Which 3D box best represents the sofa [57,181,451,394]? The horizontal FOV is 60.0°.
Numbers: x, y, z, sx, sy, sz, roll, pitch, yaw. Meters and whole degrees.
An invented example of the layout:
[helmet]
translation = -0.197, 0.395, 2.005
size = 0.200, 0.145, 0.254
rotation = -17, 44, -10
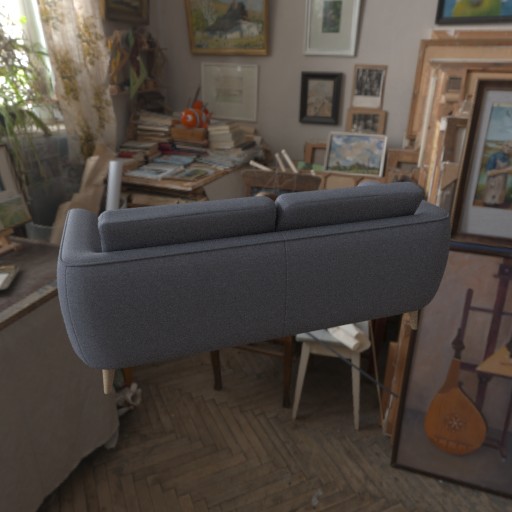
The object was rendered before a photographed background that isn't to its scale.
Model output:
[sofa]
translation = 0.000, 0.000, 2.534
size = 2.000, 0.870, 0.920
rotation = -8, 26, -16
